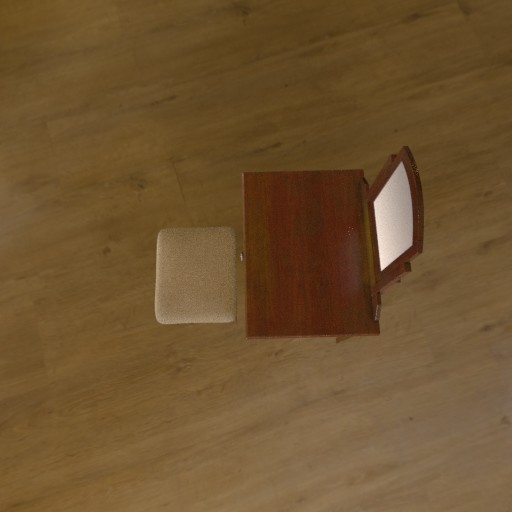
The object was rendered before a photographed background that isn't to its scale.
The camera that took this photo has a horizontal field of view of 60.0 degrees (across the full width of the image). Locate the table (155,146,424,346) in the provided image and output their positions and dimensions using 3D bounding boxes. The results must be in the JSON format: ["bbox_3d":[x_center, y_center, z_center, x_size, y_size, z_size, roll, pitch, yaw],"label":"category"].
[{"bbox_3d":[0.000,0.000,2.328,1.211,1.631,0.876,-2,75,0],"label":"table"}]
